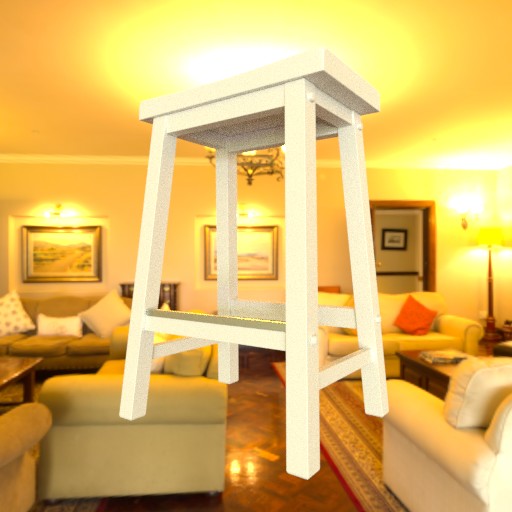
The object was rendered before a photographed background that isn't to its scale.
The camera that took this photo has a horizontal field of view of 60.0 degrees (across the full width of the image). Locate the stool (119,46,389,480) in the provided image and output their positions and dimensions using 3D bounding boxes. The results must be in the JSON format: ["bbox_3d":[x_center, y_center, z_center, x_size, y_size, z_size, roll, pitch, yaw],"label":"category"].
[{"bbox_3d":[0.000,0.000,0.850,0.406,0.610,0.322,0,0,36],"label":"stool"}]
